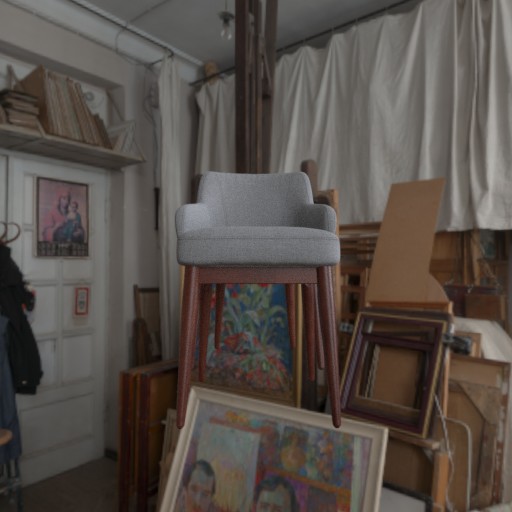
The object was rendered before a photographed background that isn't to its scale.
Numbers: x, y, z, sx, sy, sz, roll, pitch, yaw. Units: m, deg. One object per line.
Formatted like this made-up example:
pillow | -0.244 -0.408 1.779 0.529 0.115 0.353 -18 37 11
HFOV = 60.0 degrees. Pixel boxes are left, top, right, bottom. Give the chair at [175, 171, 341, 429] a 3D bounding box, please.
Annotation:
chair | 0.000 0.000 1.542 0.584 0.799 1.107 0 -2 -1
